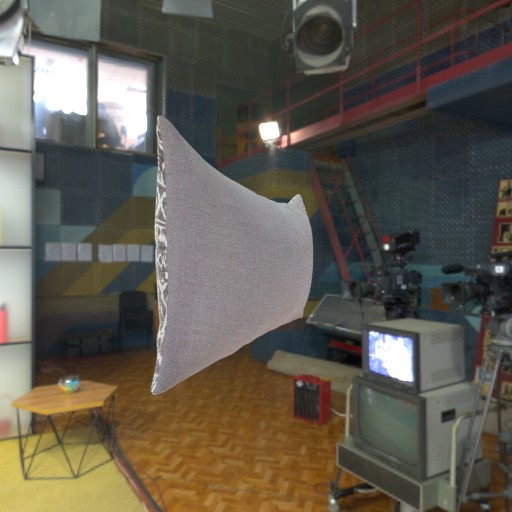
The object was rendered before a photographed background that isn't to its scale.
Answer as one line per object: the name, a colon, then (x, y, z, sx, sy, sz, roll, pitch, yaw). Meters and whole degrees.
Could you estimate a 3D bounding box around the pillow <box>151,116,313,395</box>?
pillow: (0.000, 0.000, 0.749, 0.148, 0.290, 0.631, 0, 0, 19)
